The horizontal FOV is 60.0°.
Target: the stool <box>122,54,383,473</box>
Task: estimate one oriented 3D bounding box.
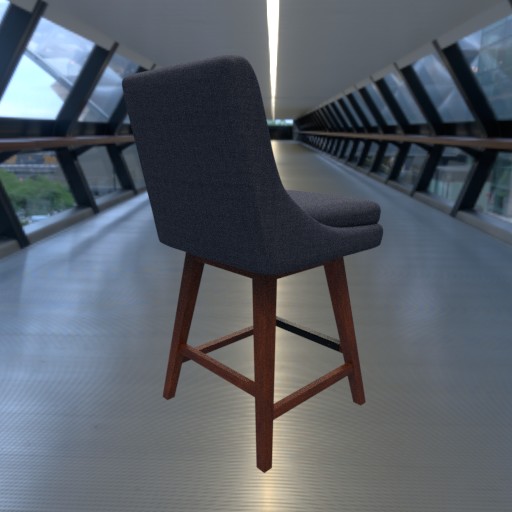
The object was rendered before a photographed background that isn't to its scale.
[{"bbox_3d":[0.000,0.000,1.180,0.524,0.895,0.467,-13,20,-42],"label":"stool"}]
